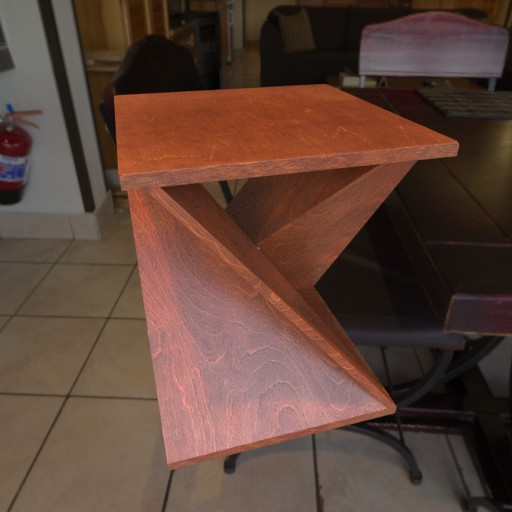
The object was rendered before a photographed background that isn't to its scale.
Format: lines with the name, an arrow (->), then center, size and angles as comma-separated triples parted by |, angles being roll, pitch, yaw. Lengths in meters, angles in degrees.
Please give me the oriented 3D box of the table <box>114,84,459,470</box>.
table -> 0.000, 0.000, 0.833 | 0.427, 0.520, 0.427 | -8, 32, -14
